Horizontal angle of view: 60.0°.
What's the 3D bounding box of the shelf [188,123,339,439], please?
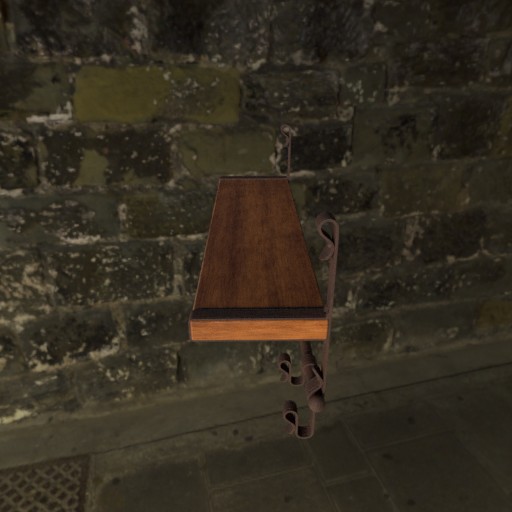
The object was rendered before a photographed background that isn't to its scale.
[{"bbox_3d":[0.000,0.000,0.713,0.146,0.330,0.567,0,26,-1],"label":"shelf"}]
